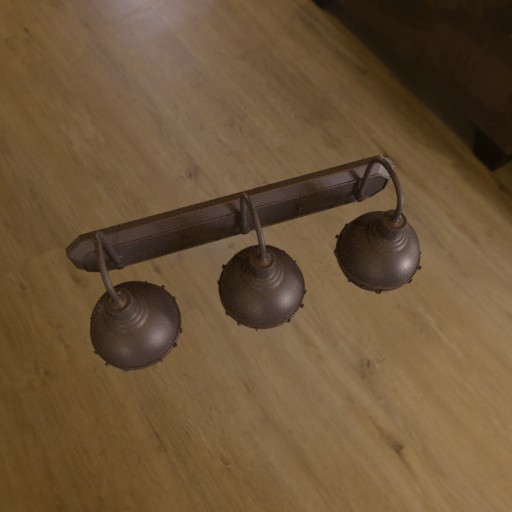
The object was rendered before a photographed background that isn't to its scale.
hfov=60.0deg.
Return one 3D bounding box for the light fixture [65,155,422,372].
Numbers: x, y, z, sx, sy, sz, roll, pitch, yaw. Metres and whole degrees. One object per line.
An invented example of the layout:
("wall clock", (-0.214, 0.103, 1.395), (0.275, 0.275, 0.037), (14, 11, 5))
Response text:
("light fixture", (0.000, 0.000, 0.785), (0.634, 0.254, 0.229), (-16, 64, -8))
